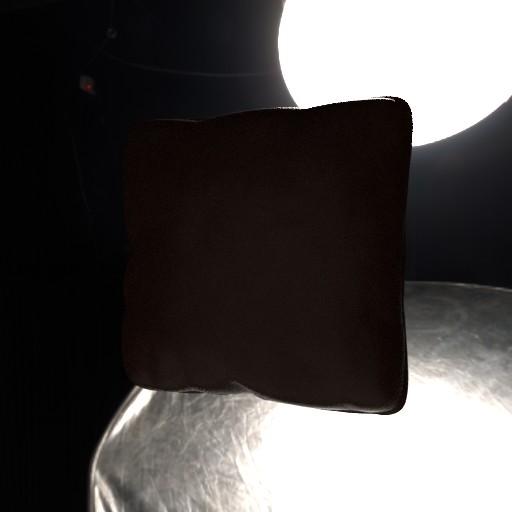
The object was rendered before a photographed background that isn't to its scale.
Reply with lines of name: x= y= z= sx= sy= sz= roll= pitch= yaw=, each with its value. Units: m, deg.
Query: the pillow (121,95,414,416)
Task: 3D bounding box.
pillow: x=0.000 y=0.000 z=0.793 sx=0.532 sy=0.523 sz=0.236 roll=0 pitch=0 yaw=17
